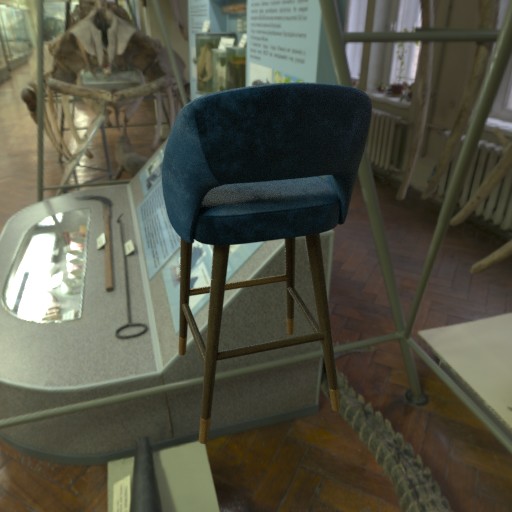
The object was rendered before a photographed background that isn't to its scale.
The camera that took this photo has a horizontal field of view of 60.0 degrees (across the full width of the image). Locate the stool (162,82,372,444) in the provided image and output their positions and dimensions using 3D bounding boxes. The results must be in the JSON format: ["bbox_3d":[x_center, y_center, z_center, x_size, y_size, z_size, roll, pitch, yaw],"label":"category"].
[{"bbox_3d":[0.000,0.000,1.325,0.514,1.016,0.515,-8,28,-15],"label":"stool"}]
